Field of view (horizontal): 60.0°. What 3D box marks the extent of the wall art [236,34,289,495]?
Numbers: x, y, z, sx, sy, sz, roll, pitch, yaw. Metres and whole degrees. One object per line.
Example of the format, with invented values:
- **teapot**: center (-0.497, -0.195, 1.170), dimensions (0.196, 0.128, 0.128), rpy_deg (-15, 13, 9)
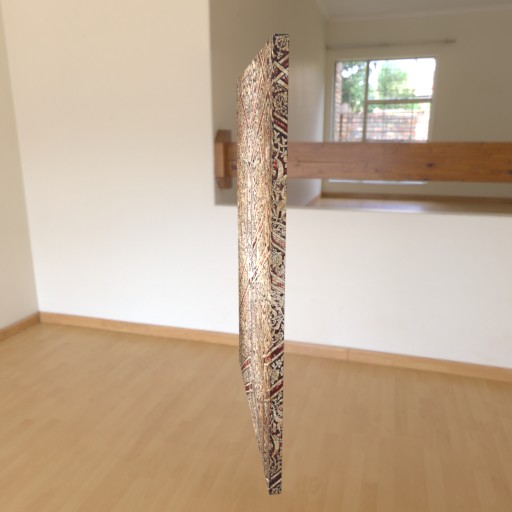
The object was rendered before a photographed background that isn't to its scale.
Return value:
- **wall art**: center (0.000, 0.000, 0.746), dimensions (0.020, 0.599, 0.397), rpy_deg (-2, 15, -8)
